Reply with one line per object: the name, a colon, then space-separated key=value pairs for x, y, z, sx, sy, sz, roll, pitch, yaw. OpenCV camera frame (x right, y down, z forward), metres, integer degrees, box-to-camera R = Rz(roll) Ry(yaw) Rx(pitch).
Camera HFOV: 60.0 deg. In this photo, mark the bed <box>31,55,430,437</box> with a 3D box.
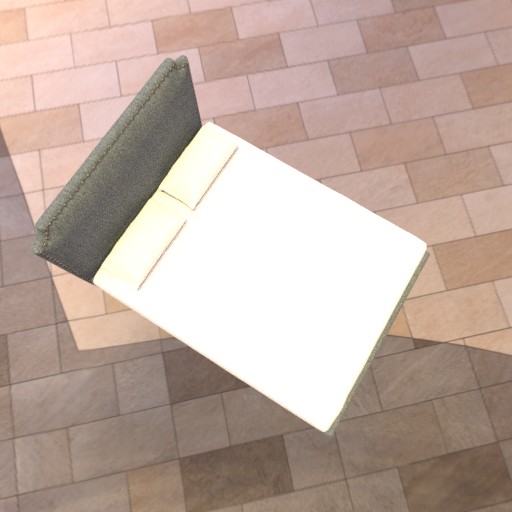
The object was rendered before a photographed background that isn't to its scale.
bed: x=0.000 y=0.000 z=3.389 sx=2.372 sy=1.443 sz=1.712 roll=31 pitch=77 yaw=8
